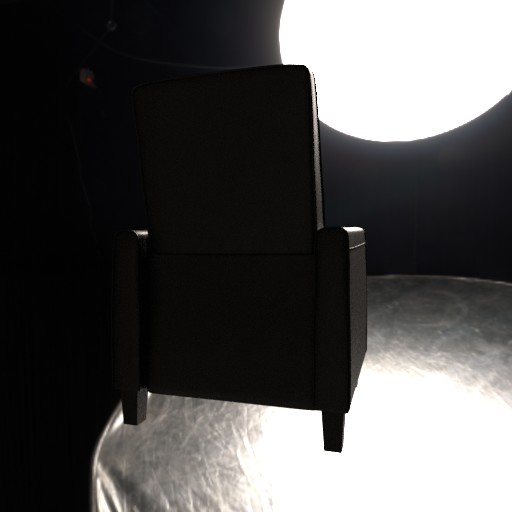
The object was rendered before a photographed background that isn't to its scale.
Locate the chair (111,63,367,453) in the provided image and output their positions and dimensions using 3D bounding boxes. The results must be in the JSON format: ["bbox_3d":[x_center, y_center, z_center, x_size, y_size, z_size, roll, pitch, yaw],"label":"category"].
[{"bbox_3d":[0.000,0.000,1.527,0.705,1.013,0.746,0,1,17],"label":"chair"}]
